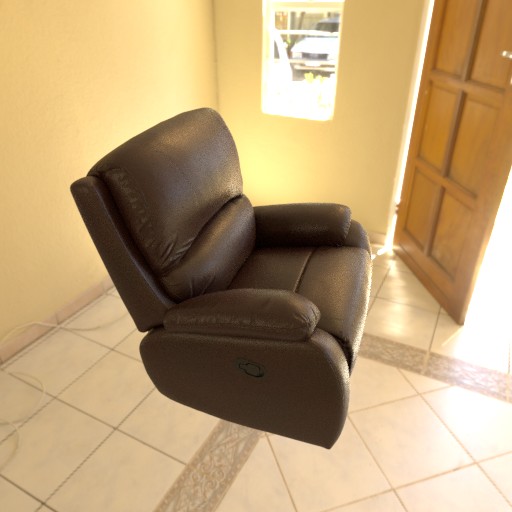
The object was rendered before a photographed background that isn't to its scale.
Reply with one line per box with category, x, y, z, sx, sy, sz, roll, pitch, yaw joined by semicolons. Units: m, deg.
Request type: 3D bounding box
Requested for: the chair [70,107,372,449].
chair;0.000;0.000;1.743;0.899;1.011;0.930;9;31;16
